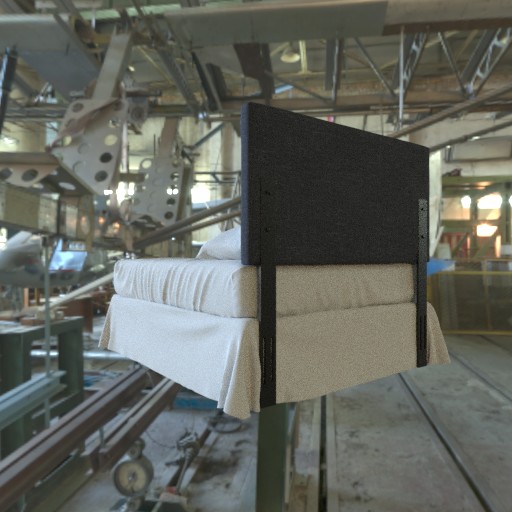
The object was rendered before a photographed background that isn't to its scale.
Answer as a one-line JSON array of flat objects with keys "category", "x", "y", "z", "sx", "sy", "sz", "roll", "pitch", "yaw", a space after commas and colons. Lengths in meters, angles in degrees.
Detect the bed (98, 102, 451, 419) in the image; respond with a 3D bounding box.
[{"category": "bed", "x": 0.000, "y": 0.000, "z": 3.537, "sx": 1.936, "sy": 1.577, "sz": 2.222, "roll": 0, "pitch": 0, "yaw": -37}]
